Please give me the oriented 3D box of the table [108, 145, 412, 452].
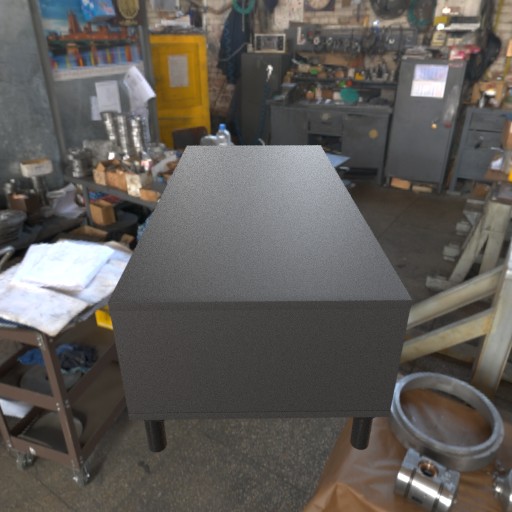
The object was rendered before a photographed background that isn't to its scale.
[{"bbox_3d":[0.000,0.000,1.342,0.550,0.400,1.100,0,28,-1],"label":"table"}]
